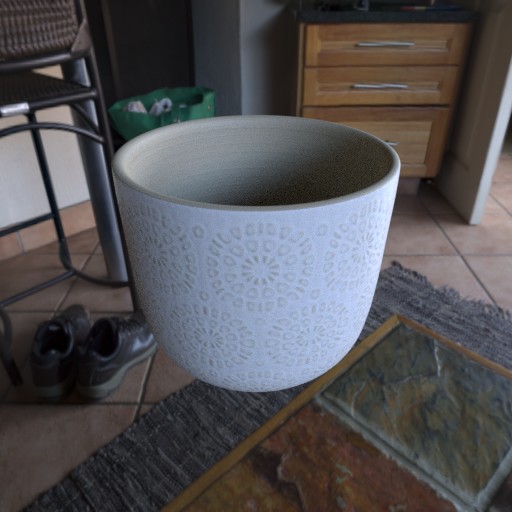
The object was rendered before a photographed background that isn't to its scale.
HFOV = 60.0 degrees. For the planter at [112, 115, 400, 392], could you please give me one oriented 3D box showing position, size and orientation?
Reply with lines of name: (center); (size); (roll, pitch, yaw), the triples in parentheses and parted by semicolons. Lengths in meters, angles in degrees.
planter: (0.000, 0.000, 0.309); (0.170, 0.152, 0.170); (0, 32, 0)
